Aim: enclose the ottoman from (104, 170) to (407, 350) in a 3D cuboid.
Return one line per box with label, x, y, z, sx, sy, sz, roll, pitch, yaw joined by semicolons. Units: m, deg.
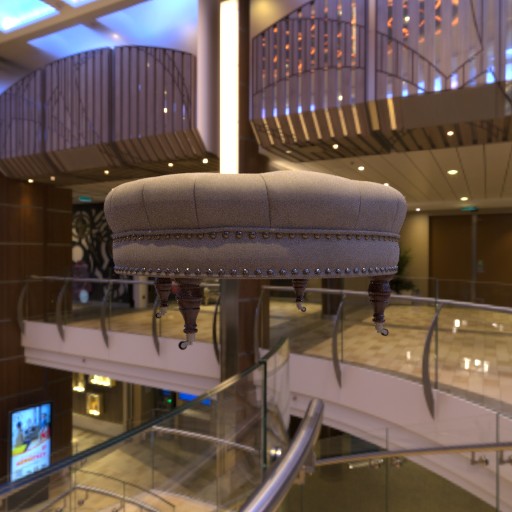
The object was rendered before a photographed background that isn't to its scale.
ottoman;0.000;0.000;1.390;0.901;0.439;0.901;0;0;0
